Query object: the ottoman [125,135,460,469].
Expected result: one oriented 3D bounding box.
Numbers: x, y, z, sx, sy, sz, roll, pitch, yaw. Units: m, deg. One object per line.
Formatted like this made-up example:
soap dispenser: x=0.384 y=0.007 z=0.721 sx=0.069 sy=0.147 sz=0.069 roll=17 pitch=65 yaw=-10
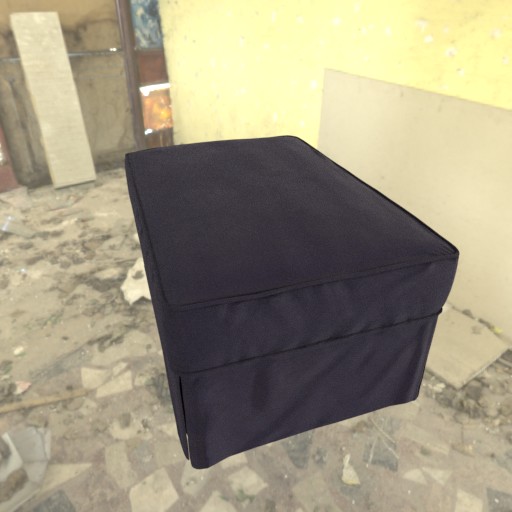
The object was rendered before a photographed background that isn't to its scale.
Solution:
ottoman: x=0.000 y=0.000 z=1.287 sx=0.637 sy=0.503 sz=0.938 roll=-10 pitch=33 yaw=-16
